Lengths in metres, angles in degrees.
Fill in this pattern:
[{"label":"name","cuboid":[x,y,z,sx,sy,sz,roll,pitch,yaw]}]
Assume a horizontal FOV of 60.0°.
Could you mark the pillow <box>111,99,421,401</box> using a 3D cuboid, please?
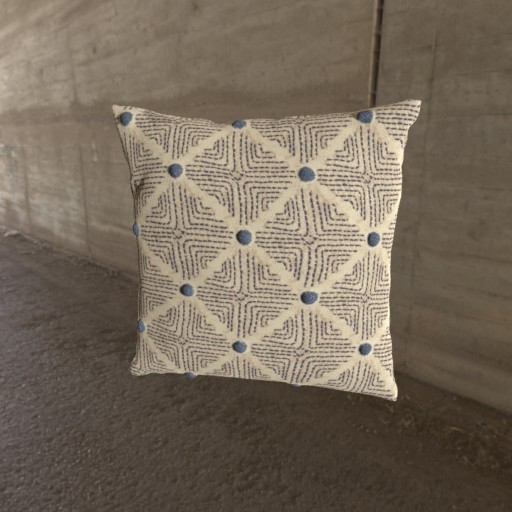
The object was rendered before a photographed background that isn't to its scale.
[{"label":"pillow","cuboid":[0.000,0.000,0.772,0.510,0.510,0.145,3,15,10]}]
